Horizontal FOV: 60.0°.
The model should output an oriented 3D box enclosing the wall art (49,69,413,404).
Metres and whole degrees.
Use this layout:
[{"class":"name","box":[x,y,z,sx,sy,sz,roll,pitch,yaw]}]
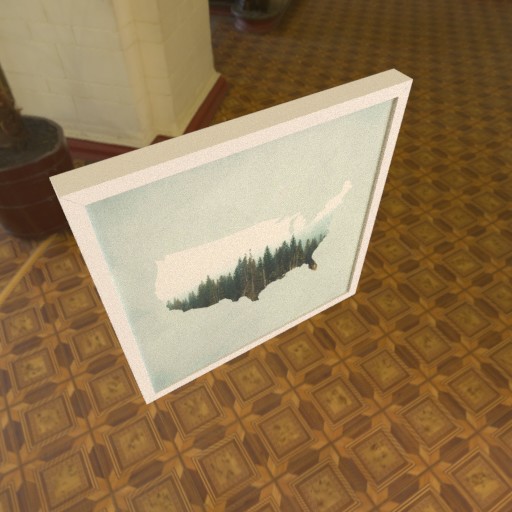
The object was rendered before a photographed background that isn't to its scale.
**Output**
[{"class":"wall art","box":[0.000,0.000,0.754,0.509,0.509,0.040,-24,52,-20]}]
